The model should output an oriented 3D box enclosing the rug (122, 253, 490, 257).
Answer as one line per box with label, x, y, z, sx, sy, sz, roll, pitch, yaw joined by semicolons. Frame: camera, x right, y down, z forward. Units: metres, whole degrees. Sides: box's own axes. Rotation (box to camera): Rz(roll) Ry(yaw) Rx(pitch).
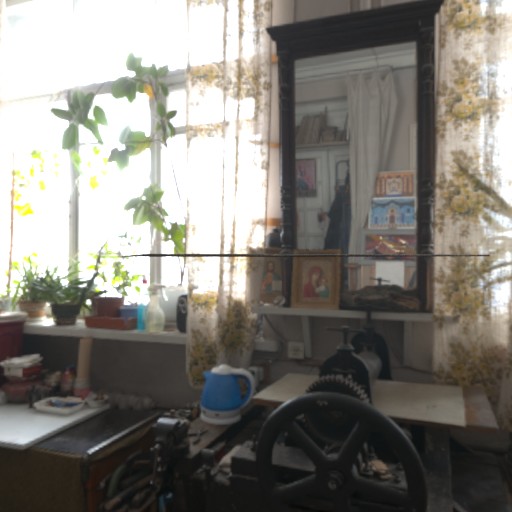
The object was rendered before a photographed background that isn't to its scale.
rug;0.000;0.000;4.399;2.438;0.013;3.353;0;0;-19
